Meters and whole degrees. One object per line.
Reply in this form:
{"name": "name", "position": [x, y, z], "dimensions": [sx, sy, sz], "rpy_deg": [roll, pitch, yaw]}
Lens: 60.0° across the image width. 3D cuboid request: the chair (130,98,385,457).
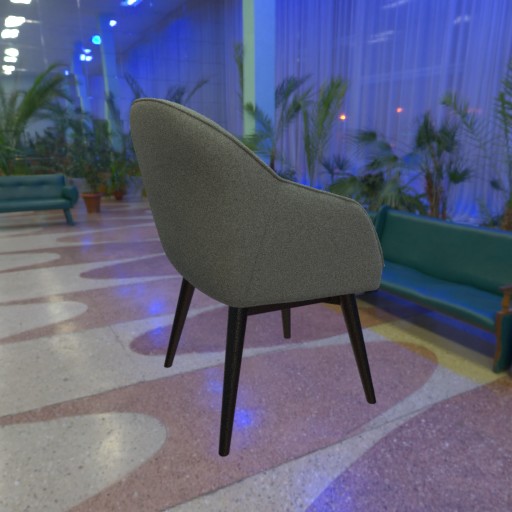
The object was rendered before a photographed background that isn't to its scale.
{"name": "chair", "position": [0.000, 0.000, 1.238], "dimensions": [0.611, 0.810, 0.589], "rpy_deg": [-8, 17, -26]}
